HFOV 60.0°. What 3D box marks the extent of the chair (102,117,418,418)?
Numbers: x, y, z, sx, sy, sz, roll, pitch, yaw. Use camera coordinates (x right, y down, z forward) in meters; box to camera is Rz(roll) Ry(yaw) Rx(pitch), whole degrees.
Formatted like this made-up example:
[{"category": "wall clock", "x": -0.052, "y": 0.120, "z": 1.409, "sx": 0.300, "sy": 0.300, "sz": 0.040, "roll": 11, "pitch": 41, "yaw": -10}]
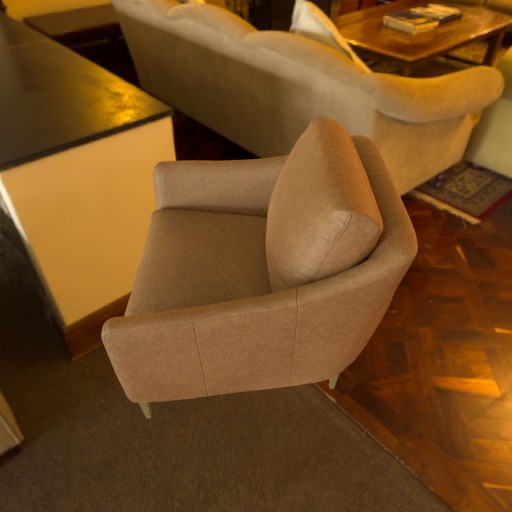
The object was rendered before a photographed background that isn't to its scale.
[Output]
[{"category": "chair", "x": 0.000, "y": 0.000, "z": 1.750, "sx": 0.963, "sy": 0.895, "sz": 0.988, "roll": 0, "pitch": 41, "yaw": 0}]
